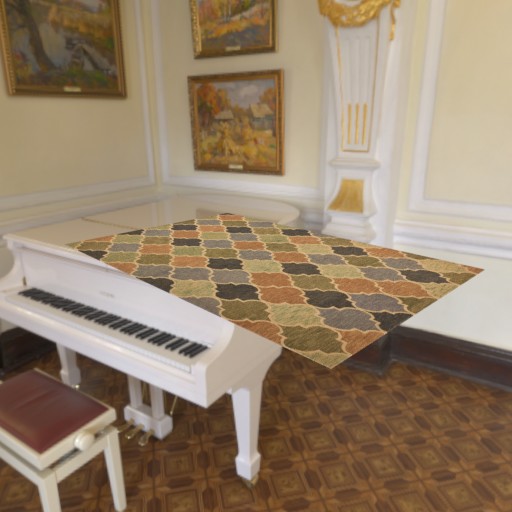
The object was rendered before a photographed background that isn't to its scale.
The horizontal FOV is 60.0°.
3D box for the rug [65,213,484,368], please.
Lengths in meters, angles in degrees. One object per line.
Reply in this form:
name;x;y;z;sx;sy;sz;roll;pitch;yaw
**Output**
rug;0.000;0.000;2.868;1.521;0.006;2.284;-17;24;-42
